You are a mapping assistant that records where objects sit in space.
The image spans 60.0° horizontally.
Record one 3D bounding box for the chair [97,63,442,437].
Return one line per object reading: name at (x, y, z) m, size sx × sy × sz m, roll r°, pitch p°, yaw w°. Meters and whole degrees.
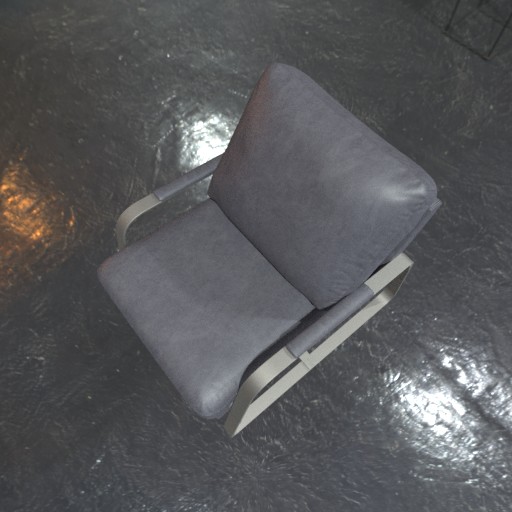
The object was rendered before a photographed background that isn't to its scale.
chair at (0.000, 0.000, 1.435) m, size 0.878 × 0.839 × 0.692 m, roll -36°, pitch 69°, yaw -16°
